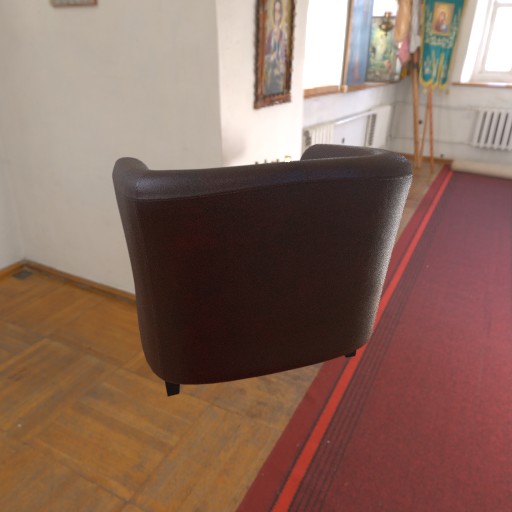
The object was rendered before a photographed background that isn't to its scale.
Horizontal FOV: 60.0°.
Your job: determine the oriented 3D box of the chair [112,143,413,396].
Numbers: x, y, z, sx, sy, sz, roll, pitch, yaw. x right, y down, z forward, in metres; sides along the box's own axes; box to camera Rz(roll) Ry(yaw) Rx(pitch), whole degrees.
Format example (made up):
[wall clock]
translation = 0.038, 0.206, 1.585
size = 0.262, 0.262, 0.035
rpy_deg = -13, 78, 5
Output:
[chair]
translation = 0.000, 0.000, 1.394
size = 0.792, 0.756, 0.727
rpy_deg = -8, 27, -16
